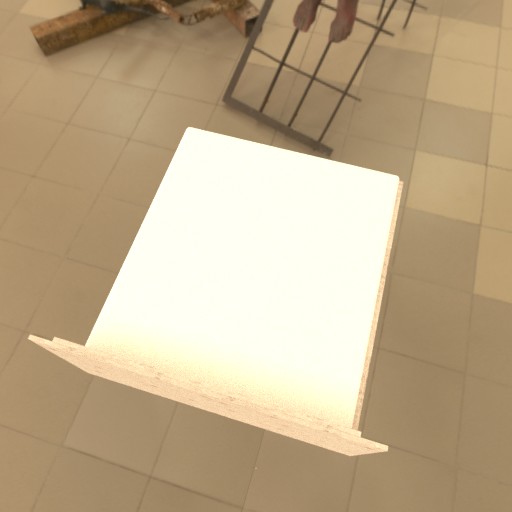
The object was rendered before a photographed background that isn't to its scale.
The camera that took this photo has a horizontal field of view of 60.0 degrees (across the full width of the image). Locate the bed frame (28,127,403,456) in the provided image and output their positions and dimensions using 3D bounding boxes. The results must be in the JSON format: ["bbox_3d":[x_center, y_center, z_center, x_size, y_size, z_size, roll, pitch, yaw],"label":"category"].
[{"bbox_3d":[0.000,0.000,3.124,1.950,0.970,2.080,15,65,7],"label":"bed frame"}]
